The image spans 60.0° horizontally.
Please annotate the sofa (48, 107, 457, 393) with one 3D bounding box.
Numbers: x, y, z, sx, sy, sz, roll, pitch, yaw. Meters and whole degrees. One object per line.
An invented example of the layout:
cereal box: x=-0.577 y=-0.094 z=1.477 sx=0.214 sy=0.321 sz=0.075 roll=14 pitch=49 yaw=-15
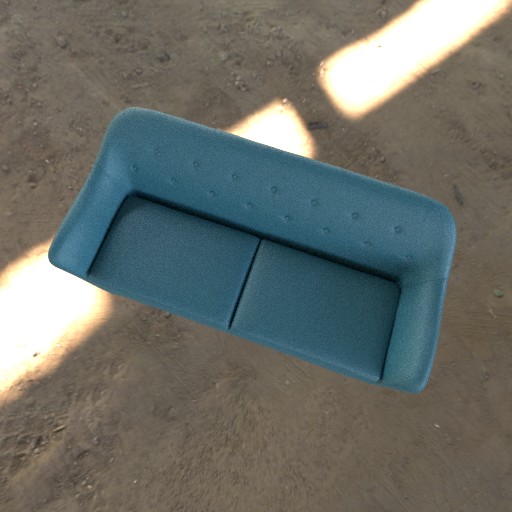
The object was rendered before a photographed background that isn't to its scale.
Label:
sofa: x=0.000 y=0.000 z=2.267 sx=1.840 sy=0.836 sz=0.820 roll=19 pitch=76 yaw=5
